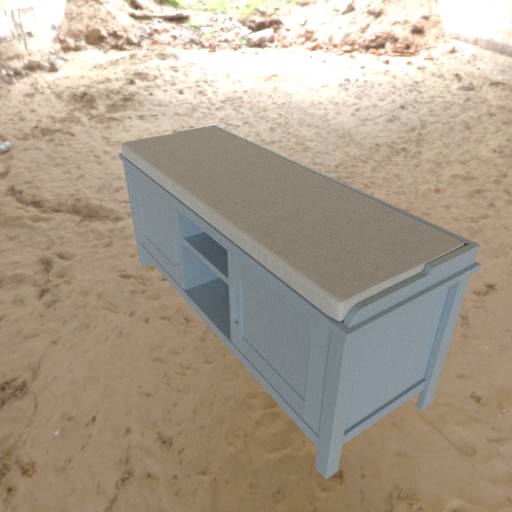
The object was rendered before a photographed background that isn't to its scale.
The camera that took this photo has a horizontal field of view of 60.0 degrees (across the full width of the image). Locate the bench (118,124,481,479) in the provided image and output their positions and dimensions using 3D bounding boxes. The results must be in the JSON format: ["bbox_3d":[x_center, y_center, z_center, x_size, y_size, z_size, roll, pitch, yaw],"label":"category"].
[{"bbox_3d":[0.000,0.000,1.367,0.398,0.501,1.140,-20,37,-29],"label":"bench"}]
